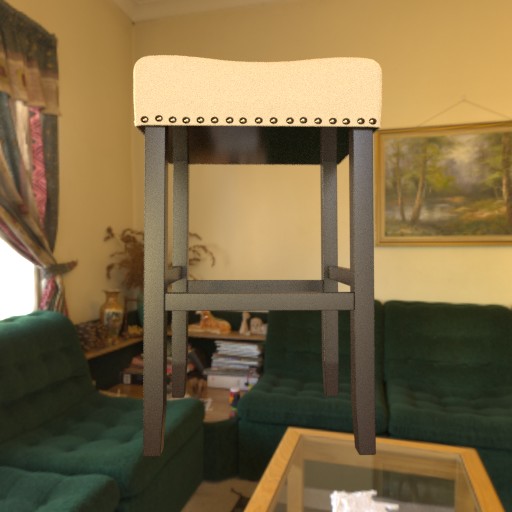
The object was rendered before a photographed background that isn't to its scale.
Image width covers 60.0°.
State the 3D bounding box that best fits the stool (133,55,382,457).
[{"bbox_3d":[0.000,0.000,1.028,0.471,0.762,0.401,0,1,-2],"label":"stool"}]
